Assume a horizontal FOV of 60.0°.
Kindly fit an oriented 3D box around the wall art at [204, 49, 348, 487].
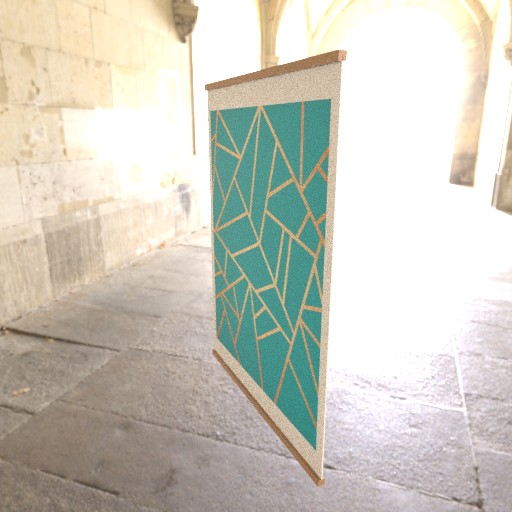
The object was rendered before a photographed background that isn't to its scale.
[{"bbox_3d":[0.000,0.000,0.788,0.012,0.608,0.459,-8,18,-25],"label":"wall art"}]
